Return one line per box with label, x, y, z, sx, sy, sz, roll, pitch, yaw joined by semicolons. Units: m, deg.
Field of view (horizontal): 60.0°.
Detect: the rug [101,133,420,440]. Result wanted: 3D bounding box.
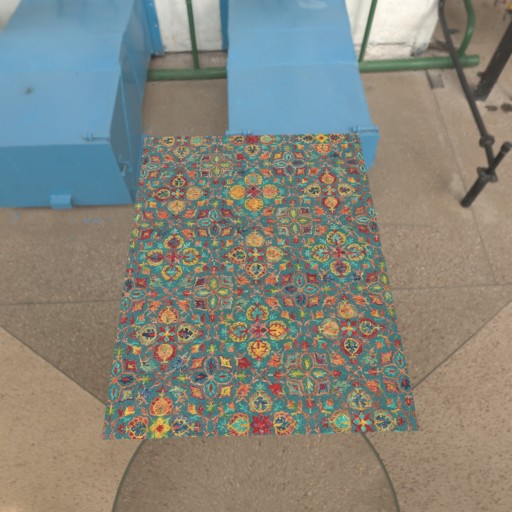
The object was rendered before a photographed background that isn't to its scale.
rug;0.000;0.000;4.207;2.434;0.025;3.204;-1;59;-1
